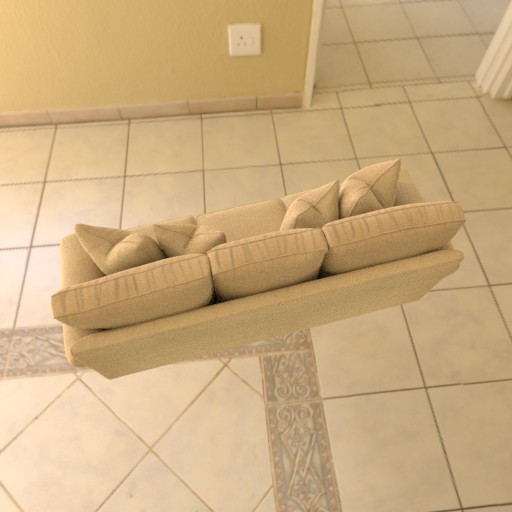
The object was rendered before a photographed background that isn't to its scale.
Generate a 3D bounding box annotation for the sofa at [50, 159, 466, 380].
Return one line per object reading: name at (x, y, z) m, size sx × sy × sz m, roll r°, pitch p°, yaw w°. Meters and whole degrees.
sofa at (0.000, 0.000, 2.777) m, size 2.312 × 0.975 × 0.965 m, roll -13°, pitch 59°, yaw -8°
